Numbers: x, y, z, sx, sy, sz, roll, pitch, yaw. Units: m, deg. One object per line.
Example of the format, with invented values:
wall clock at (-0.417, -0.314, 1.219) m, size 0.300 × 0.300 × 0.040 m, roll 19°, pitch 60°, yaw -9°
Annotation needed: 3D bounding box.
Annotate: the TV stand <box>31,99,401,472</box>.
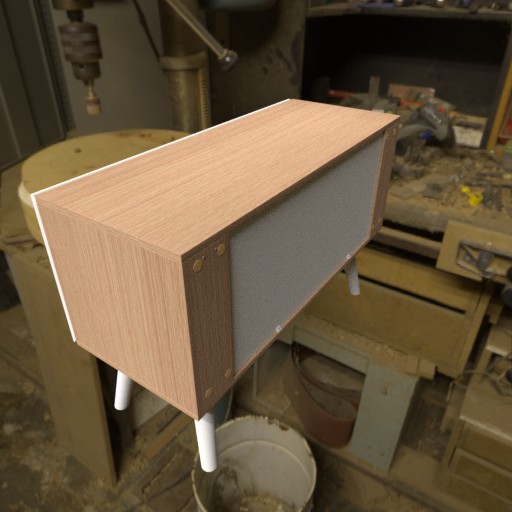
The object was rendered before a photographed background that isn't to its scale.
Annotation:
TV stand at (0.000, 0.000, 1.302) m, size 0.407 × 0.660 × 0.991 m, roll 20°, pitch 37°, yaw 29°
